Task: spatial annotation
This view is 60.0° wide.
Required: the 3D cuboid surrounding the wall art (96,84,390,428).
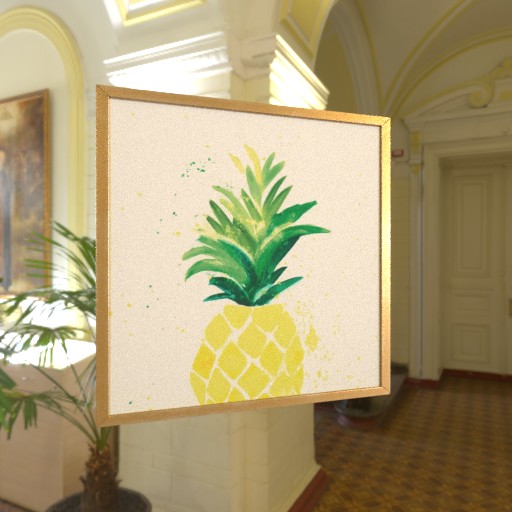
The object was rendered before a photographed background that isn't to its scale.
[{"bbox_3d":[0.000,0.000,0.752,0.510,0.509,0.033,0,0,-18],"label":"wall art"}]
